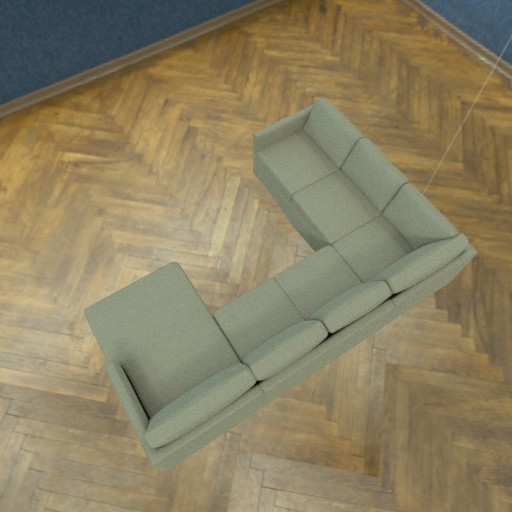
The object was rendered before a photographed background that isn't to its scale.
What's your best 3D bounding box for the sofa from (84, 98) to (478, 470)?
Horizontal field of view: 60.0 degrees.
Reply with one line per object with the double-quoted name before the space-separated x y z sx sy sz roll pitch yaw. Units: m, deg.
"sofa" 0.000 0.000 4.454 3.460 0.882 2.427 -29 66 -15
